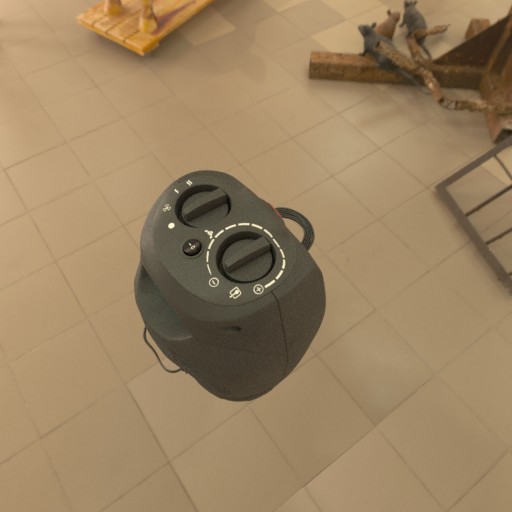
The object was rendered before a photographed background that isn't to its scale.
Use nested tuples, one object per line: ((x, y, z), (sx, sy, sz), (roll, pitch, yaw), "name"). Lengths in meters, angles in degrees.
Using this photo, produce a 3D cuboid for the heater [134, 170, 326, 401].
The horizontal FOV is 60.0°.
((0.000, 0.000, 0.488), (0.291, 0.255, 0.239), (-32, 64, -18), "heater")
